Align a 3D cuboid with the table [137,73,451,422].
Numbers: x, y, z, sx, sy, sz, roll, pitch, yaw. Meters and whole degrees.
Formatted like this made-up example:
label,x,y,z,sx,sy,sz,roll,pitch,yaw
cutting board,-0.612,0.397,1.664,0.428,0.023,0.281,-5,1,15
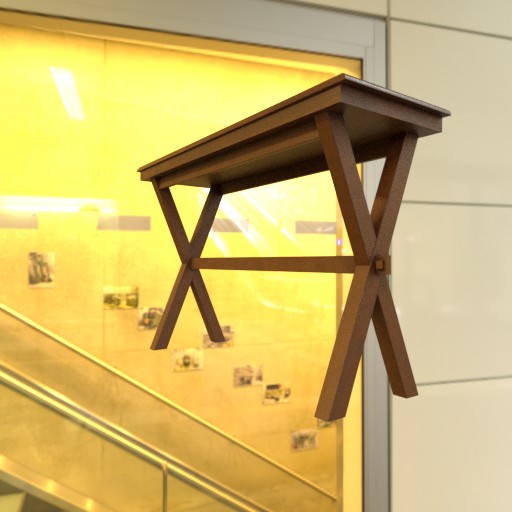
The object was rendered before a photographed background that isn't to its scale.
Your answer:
label,x,y,z,sx,sy,sz,roll,pitch,yaw
table,0.000,0.000,1.527,0.399,0.763,1.197,0,-1,-36
